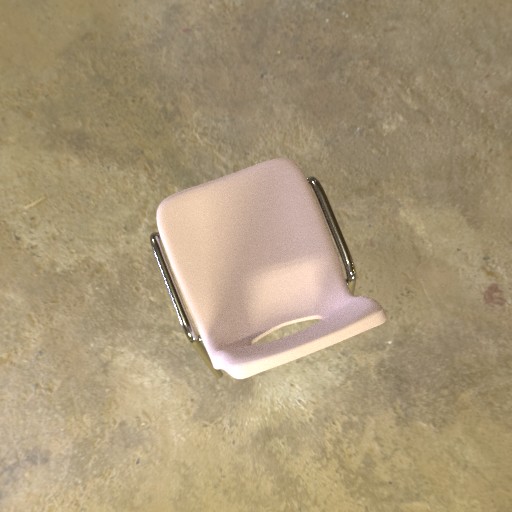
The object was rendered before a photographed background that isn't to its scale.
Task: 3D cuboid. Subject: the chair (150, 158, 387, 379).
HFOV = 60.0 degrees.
[{"bbox_3d":[0.000,0.000,0.807,0.354,0.537,0.385,-20,77,-5],"label":"chair"}]
